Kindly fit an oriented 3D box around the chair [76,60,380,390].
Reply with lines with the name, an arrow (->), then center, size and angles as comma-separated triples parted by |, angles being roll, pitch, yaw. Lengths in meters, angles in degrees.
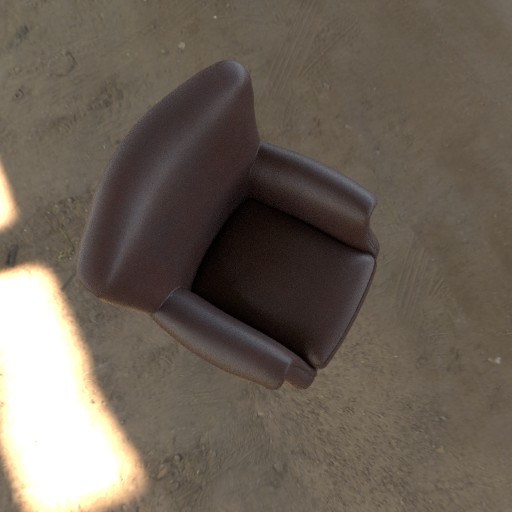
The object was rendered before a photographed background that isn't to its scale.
chair -> 0.000, 0.000, 1.385 | 0.746, 0.800, 0.700 | 29, 77, 7
